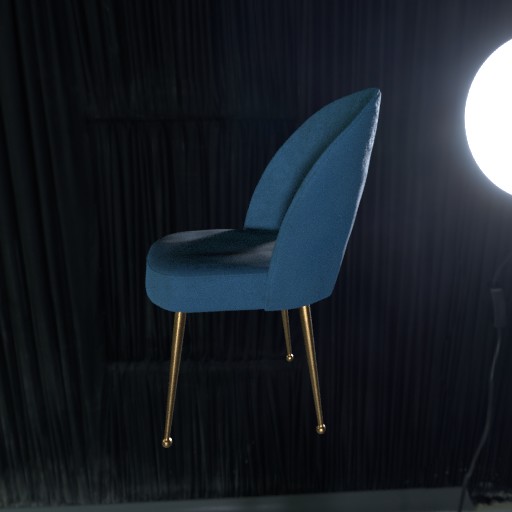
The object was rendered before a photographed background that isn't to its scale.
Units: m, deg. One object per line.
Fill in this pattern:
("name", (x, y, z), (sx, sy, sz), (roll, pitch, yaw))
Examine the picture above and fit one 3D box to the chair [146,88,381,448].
("chair", (0.000, 0.000, 1.207), (0.577, 0.860, 0.527), (-2, 15, -7))
